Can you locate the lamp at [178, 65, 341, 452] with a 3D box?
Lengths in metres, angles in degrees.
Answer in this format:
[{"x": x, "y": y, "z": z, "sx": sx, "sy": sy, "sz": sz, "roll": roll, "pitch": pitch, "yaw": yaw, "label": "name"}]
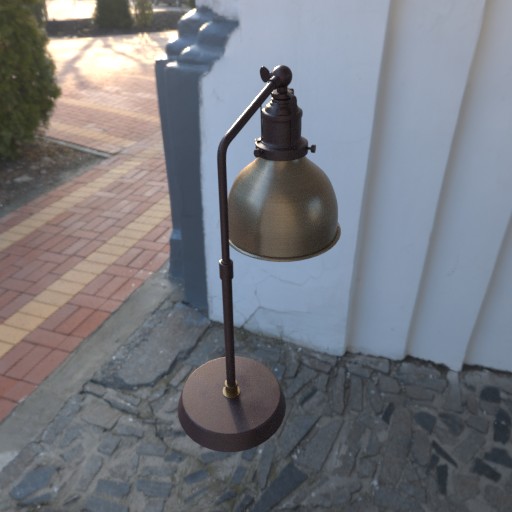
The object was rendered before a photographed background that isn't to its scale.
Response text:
[{"x": 0.000, "y": 0.000, "z": 0.604, "sx": 0.175, "sy": 0.469, "sz": 0.298, "roll": 22, "pitch": 38, "yaw": 31, "label": "lamp"}]
